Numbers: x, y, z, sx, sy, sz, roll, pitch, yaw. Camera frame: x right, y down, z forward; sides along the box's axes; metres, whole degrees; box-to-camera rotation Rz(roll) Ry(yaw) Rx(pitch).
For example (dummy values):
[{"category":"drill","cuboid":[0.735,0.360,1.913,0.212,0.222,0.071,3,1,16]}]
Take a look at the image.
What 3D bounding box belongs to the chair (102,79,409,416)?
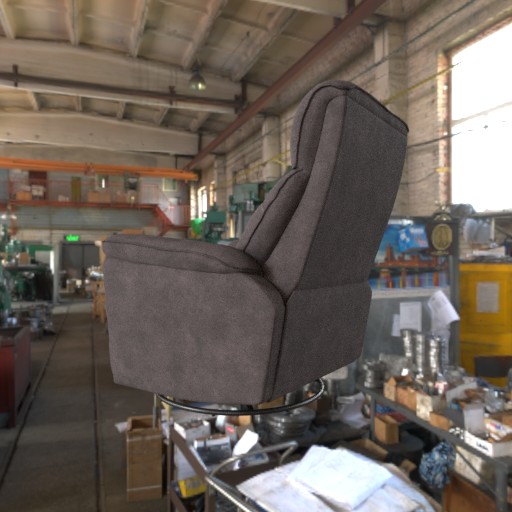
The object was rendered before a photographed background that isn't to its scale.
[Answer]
[{"category":"chair","cuboid":[0.000,0.000,1.700,1.009,1.035,0.830,0,0,36]}]
